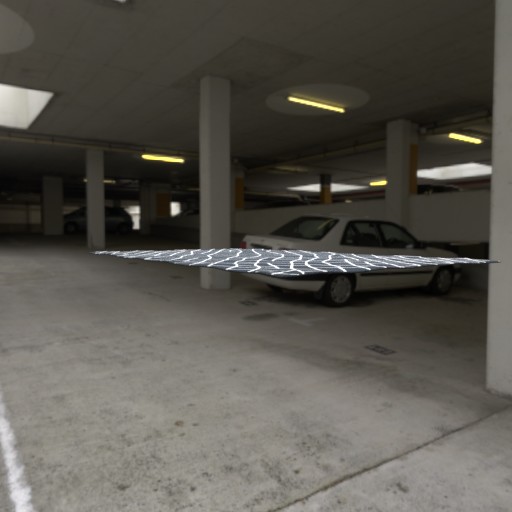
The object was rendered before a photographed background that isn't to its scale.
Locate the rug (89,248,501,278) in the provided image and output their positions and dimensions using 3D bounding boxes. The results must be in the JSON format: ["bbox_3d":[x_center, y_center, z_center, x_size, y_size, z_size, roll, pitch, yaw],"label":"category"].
[{"bbox_3d":[0.000,0.000,2.959,1.529,0.017,2.448,-2,3,-35],"label":"rug"}]
